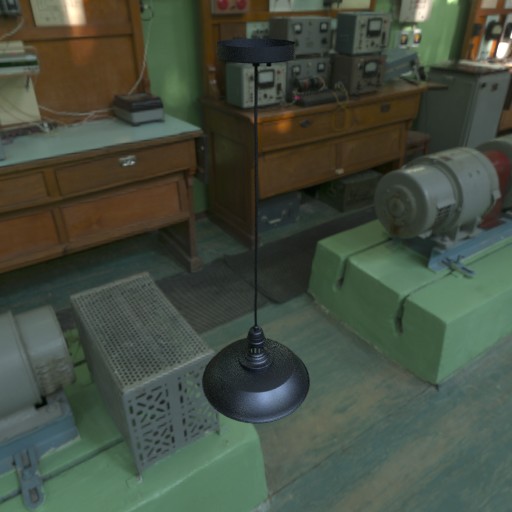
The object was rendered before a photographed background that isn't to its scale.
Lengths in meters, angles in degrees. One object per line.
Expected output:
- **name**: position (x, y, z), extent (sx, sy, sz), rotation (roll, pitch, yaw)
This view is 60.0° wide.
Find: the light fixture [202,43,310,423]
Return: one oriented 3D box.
- **light fixture**: position (0.000, 0.000, 1.139), extent (0.331, 0.993, 0.331), rotation (-21, 37, -30)
